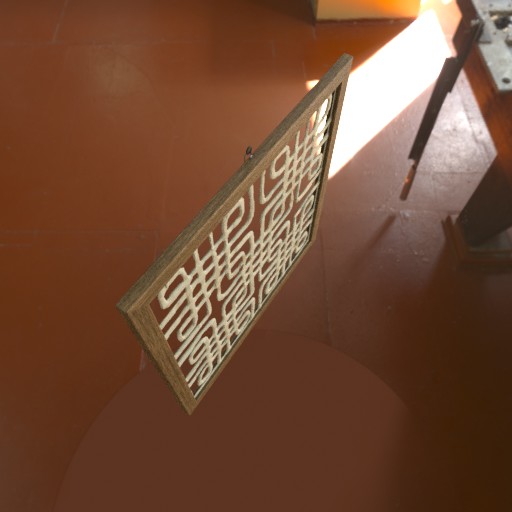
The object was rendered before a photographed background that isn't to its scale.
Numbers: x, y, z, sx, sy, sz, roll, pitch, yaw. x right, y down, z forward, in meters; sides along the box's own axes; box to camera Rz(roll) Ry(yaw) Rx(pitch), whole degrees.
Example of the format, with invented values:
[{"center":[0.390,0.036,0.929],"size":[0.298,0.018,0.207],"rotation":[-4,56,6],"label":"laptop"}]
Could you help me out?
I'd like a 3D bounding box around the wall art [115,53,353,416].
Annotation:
[{"center":[0.000,0.000,0.856],"size":[0.021,0.582,0.561],"rotation":[30,63,17],"label":"wall art"}]
